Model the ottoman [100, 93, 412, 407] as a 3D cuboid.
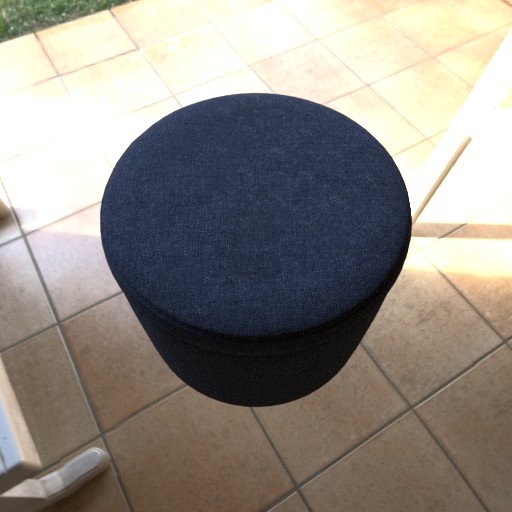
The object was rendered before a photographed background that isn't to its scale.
[{"bbox_3d":[0.000,0.000,0.899,0.520,0.430,0.520,0,60,0],"label":"ottoman"}]
